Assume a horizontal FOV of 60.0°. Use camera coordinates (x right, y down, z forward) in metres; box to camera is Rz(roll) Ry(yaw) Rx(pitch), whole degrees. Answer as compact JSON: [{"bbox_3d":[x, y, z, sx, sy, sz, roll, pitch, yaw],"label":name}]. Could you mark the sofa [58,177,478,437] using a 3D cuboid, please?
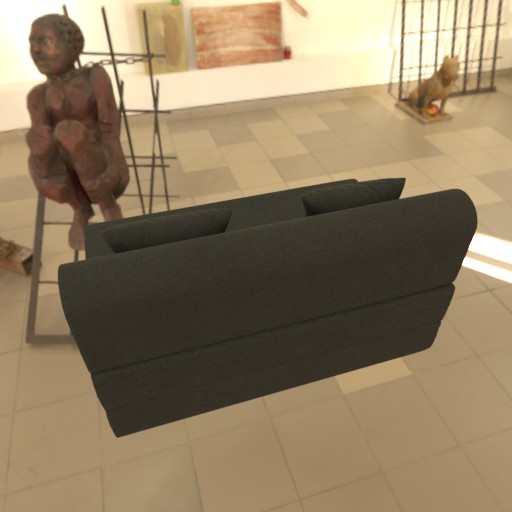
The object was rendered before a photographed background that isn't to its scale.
[{"bbox_3d":[0.000,0.000,1.667,1.225,0.670,0.762,-12,43,-13],"label":"sofa"}]
